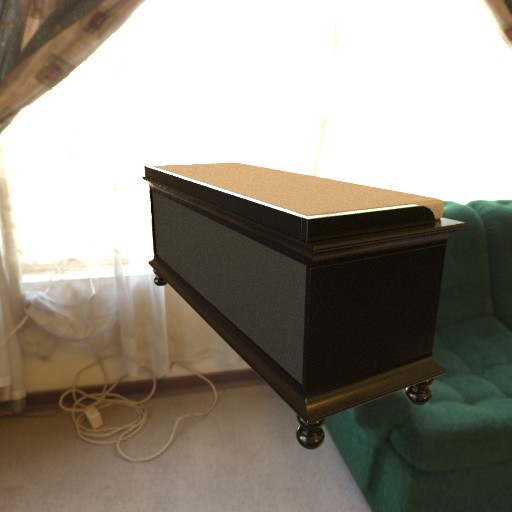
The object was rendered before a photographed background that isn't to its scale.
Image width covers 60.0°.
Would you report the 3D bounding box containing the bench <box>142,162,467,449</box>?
[{"bbox_3d":[0.000,0.000,1.424,0.402,0.501,1.185,-9,19,-27],"label":"bench"}]
